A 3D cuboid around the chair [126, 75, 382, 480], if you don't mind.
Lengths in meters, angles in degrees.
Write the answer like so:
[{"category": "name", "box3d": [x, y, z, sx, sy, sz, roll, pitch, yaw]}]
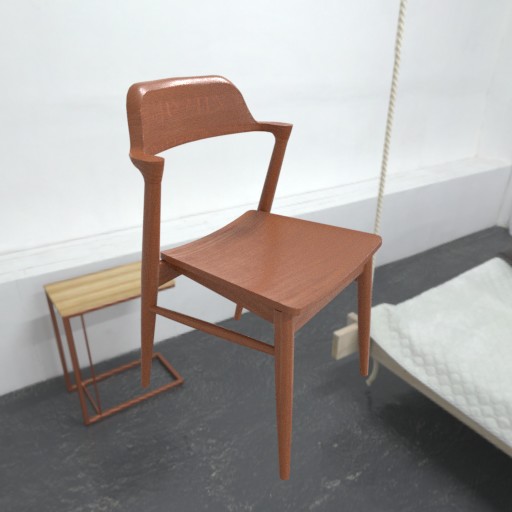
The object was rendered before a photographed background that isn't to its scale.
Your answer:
[{"category": "chair", "box3d": [0.000, 0.000, 1.101, 0.499, 0.801, 0.496, 19, 32, 32]}]
